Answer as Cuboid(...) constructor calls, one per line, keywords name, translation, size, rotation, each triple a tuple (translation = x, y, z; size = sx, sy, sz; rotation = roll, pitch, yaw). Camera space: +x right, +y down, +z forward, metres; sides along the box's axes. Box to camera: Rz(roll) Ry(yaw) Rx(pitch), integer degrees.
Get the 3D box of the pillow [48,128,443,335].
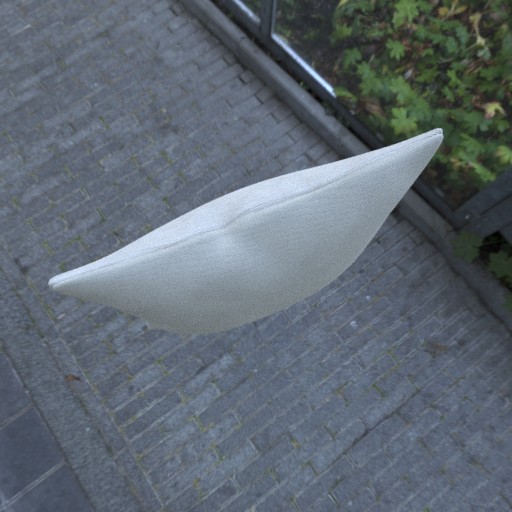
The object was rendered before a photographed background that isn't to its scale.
Cuboid(name="pillow", translation=(0.000, 0.000, 0.648), size=(0.437, 0.420, 0.162), rotation=(-22, 77, -6))
